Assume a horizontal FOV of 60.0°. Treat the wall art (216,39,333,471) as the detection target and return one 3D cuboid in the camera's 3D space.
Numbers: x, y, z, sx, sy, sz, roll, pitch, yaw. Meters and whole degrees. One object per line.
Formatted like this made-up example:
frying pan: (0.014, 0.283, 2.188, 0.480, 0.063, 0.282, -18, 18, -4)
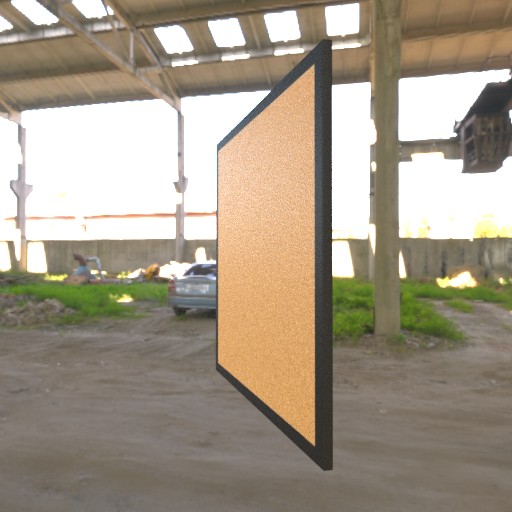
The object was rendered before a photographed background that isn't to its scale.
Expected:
wall art: (0.000, 0.000, 0.987, 0.016, 0.659, 0.663, 0, -1, -19)
